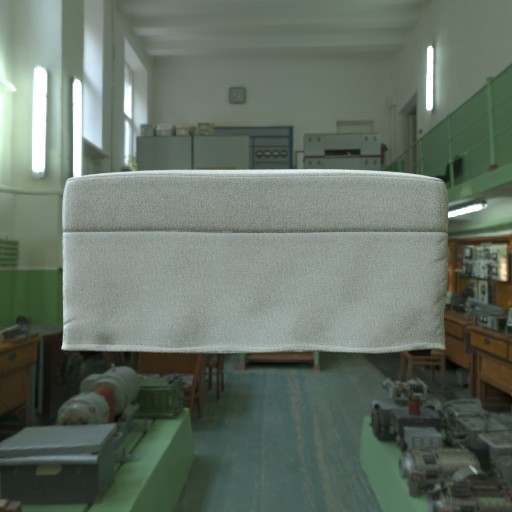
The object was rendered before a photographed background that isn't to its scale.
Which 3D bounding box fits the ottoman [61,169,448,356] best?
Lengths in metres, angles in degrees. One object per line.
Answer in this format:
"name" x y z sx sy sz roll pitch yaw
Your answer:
"ottoman" 0.000 0.000 1.336 0.842 0.441 0.843 0 -1 0
